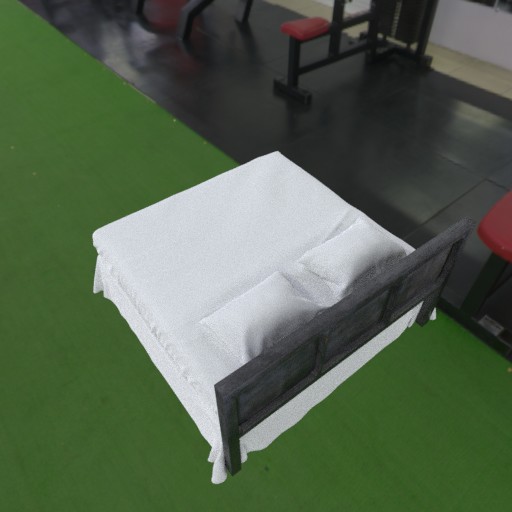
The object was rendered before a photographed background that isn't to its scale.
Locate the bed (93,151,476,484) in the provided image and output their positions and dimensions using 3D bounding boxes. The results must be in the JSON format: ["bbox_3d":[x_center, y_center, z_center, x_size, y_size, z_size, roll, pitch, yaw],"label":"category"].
[{"bbox_3d":[0.000,0.000,3.487,2.255,1.158,2.165,-29,53,-25],"label":"bed"}]
